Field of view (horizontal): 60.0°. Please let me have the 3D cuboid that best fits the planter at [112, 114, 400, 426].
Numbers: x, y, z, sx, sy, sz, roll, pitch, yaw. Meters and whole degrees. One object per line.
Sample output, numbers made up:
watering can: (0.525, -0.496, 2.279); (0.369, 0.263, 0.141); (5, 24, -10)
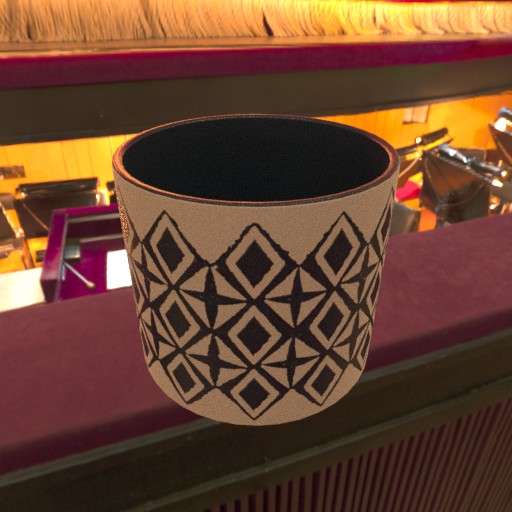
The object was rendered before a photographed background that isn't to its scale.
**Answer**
planter: (0.000, 0.000, 0.288); (0.159, 0.144, 0.159); (0, 31, 0)
